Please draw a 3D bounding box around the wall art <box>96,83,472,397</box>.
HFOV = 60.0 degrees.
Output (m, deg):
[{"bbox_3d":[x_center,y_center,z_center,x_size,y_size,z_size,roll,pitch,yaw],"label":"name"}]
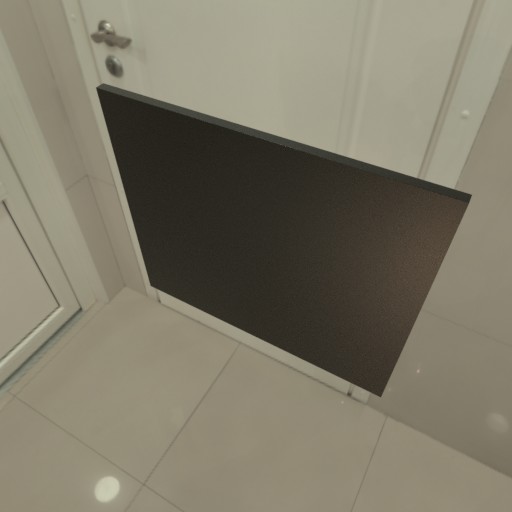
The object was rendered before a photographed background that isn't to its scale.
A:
[{"bbox_3d":[0.000,0.000,0.528,0.383,0.332,0.012,23,51,20],"label":"wall art"}]
